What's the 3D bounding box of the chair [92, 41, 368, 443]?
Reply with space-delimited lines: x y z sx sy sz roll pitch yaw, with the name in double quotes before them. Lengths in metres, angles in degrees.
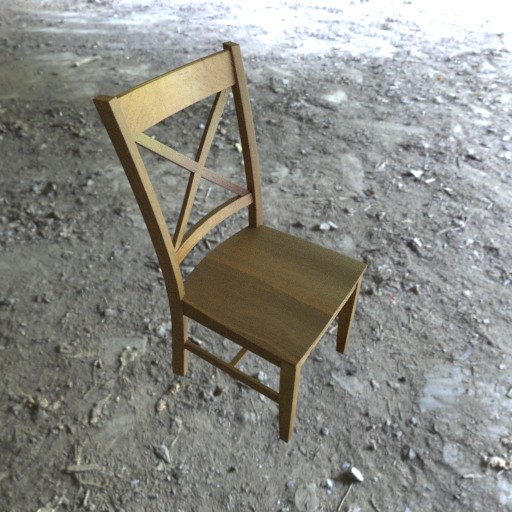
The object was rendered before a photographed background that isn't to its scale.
"chair" 0.000 0.000 1.293 0.542 0.983 0.485 24 47 25
